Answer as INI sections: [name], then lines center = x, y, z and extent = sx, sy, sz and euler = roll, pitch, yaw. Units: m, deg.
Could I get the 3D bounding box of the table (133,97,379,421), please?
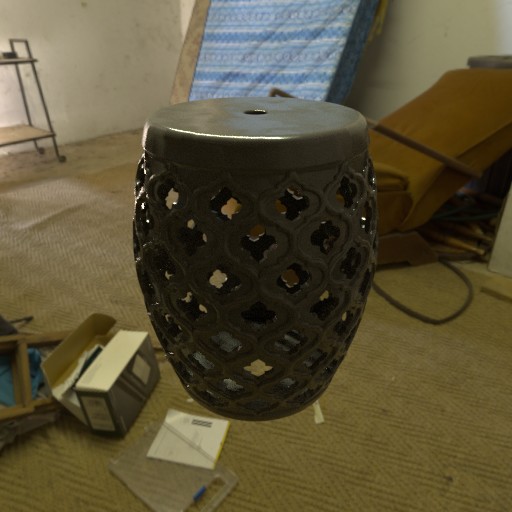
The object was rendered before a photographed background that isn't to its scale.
[table]
center = 0.000, 0.000, 0.619
extent = 0.325, 0.388, 0.325
euler = 0, 28, 0
